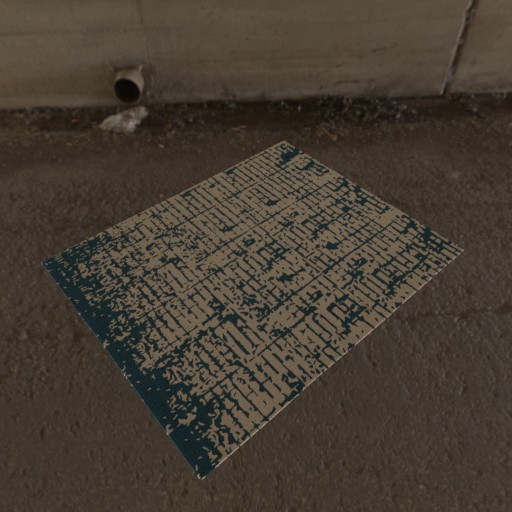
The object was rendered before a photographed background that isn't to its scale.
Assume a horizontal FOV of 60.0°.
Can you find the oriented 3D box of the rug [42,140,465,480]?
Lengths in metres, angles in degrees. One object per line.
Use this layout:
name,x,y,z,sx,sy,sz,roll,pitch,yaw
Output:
rug,0.000,0.000,4.041,3.017,0.014,2.416,-33,55,-27
